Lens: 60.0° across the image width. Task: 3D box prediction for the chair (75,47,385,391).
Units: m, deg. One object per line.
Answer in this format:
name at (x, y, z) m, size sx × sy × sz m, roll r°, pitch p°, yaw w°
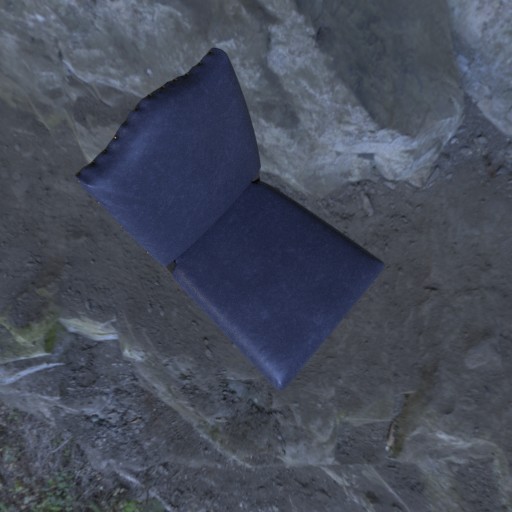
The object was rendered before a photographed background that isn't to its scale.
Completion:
chair at (0.000, 0.000, 1.334) m, size 0.633 × 0.991 × 0.500 m, roll 40°, pitch 78°, yaw 10°
